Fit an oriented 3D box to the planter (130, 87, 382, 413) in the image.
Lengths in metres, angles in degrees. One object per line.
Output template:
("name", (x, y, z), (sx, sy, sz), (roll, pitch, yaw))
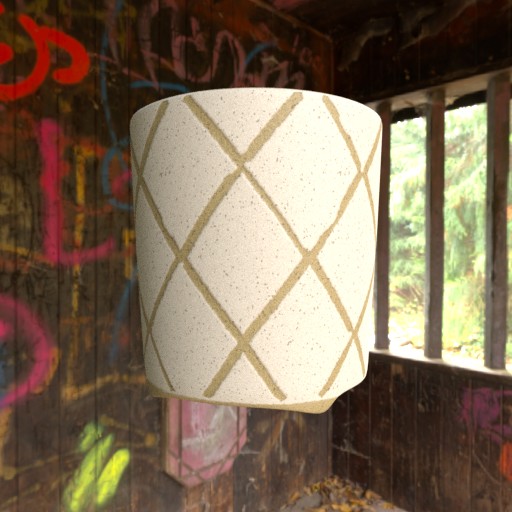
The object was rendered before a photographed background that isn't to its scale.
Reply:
("planter", (0.000, 0.000, 0.418), (0.228, 0.235, 0.228), (0, 1, 0))
